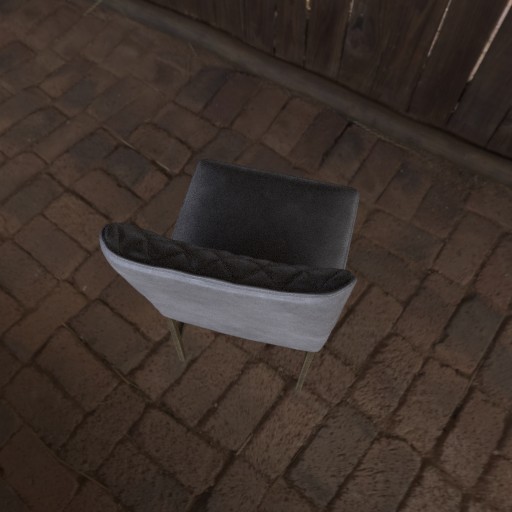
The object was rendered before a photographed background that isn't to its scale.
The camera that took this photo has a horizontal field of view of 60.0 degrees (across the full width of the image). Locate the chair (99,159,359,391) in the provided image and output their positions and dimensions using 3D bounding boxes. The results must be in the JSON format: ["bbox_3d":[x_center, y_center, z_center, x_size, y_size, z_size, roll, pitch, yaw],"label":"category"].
[{"bbox_3d":[0.000,0.000,1.235,0.508,0.889,0.587,12,63,6],"label":"chair"}]
